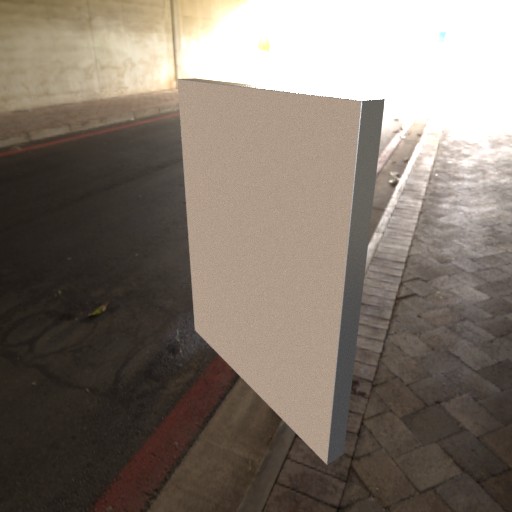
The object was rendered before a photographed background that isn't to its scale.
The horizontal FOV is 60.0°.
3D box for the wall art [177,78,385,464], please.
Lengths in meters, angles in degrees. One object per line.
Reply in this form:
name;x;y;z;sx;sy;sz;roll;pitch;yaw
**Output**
wall art;0.000;0.000;0.767;0.038;0.549;0.452;-16;30;-31
